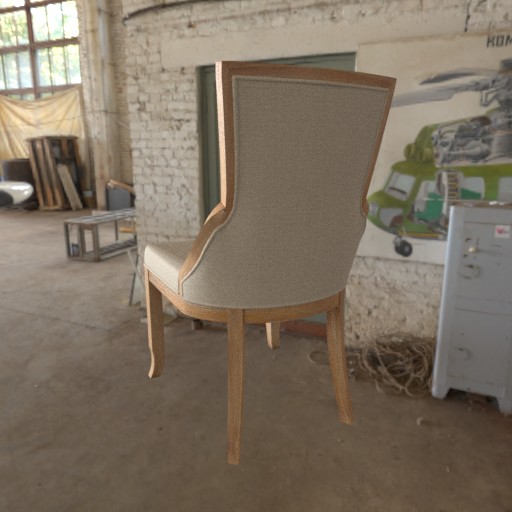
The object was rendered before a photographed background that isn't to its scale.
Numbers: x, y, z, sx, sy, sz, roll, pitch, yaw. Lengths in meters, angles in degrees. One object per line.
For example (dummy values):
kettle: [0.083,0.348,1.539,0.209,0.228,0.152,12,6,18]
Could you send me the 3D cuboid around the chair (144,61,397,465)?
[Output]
chair: [0.000,0.000,1.308,0.524,0.947,0.641,-7,15,-27]
